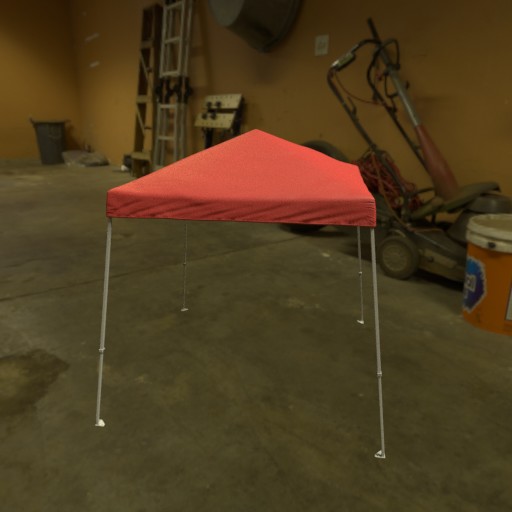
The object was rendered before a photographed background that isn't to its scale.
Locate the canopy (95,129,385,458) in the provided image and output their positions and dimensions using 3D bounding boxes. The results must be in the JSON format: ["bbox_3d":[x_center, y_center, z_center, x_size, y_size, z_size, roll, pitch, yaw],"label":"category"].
[{"bbox_3d":[0.000,0.000,5.176,2.849,2.849,2.848,3,18,9],"label":"canopy"}]
